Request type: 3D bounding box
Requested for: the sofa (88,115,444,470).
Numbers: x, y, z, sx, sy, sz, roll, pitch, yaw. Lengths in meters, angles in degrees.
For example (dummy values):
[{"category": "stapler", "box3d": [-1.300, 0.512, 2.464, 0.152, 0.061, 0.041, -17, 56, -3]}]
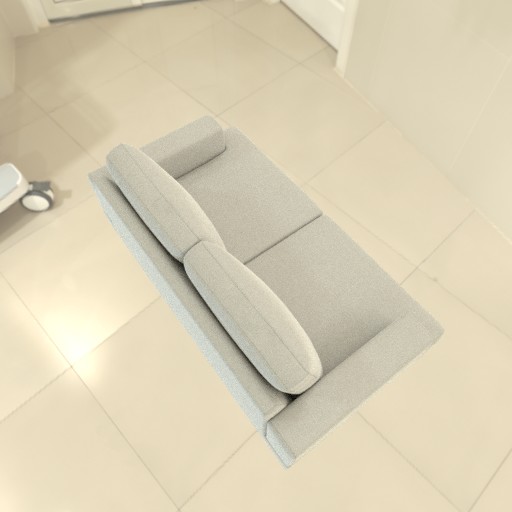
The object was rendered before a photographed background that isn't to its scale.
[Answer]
[{"category": "sofa", "box3d": [0.000, 0.000, 2.161, 0.920, 0.810, 1.650, -33, 64, -18]}]
